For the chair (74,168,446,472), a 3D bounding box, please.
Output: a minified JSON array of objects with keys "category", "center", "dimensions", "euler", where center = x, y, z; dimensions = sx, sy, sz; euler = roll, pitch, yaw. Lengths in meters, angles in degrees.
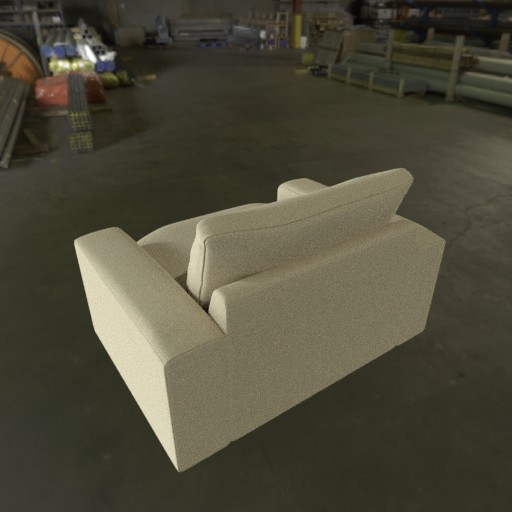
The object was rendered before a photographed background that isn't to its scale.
[{"category":"chair","center":[0.000,0.000,2.085],"dimensions":[1.398,0.915,1.039],"euler":[-19,35,-30]}]
